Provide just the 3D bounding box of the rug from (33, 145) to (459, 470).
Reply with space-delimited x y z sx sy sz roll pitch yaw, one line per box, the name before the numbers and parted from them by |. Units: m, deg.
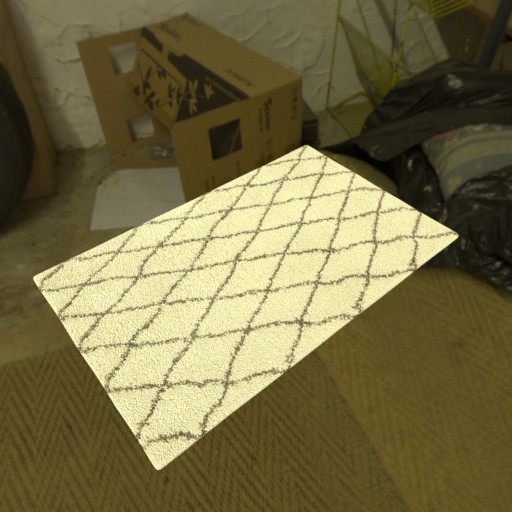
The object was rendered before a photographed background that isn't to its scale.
rug | 0.000 0.000 2.962 2.438 0.030 1.524 -31 53 -27
